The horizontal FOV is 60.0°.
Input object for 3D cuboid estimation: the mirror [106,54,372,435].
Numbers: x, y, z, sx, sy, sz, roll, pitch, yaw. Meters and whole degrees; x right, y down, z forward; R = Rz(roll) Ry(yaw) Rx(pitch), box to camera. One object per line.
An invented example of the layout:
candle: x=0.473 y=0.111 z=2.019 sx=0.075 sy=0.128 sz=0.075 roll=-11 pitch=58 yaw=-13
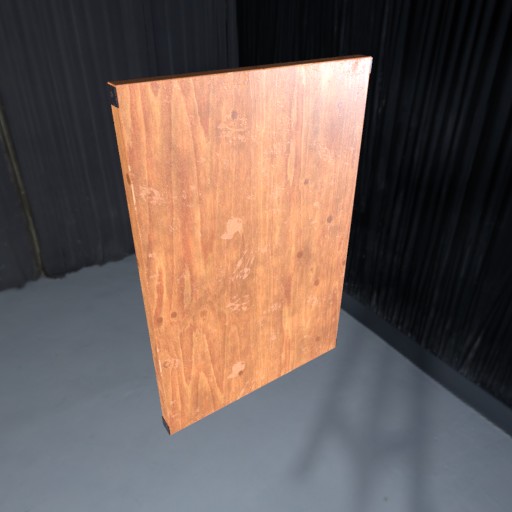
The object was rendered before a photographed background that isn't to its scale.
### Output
mirror: x=0.000 y=0.000 z=0.958 sx=0.517 sy=0.761 sz=0.053 roll=-20 pitch=37 yaw=-29
